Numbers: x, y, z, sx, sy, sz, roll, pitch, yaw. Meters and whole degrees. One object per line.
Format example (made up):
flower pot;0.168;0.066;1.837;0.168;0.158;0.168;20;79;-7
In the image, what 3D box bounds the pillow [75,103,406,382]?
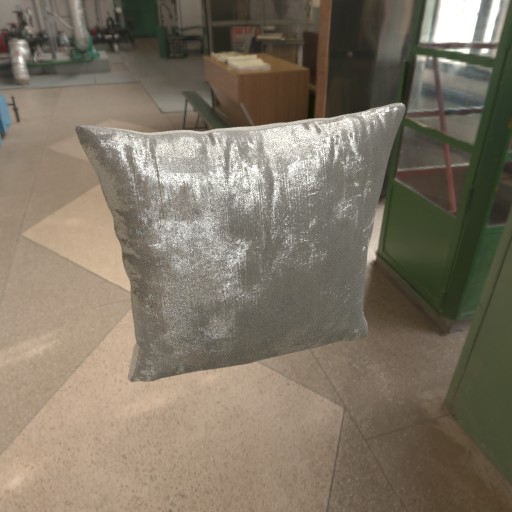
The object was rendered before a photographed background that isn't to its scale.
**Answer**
pillow;0.000;0.000;0.724;0.470;0.464;0.175;-9;32;-15
